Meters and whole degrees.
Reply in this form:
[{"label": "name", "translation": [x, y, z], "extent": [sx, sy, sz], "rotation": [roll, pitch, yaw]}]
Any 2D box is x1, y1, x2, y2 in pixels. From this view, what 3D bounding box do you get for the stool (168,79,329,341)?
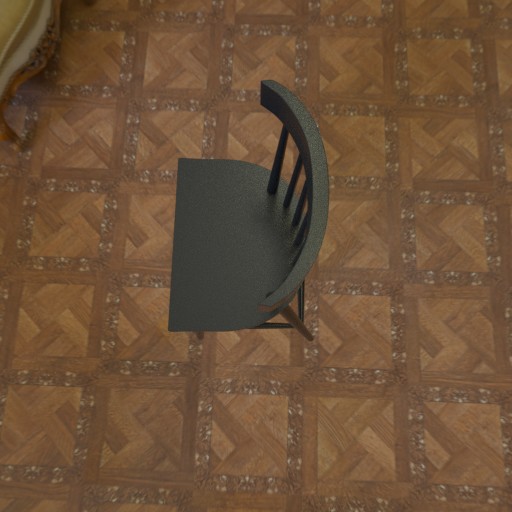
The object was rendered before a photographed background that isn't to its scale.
[{"label": "stool", "translation": [0.000, 0.000, 1.347], "extent": [0.483, 1.092, 0.482], "rotation": [1, 76, 0]}]
